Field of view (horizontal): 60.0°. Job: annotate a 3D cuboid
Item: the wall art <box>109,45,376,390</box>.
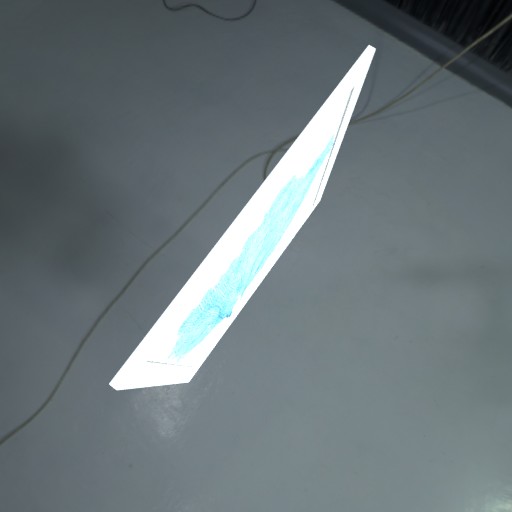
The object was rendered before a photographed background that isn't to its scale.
[{"bbox_3d":[0.000,0.000,0.865,0.013,0.584,0.584,35,78,9],"label":"wall art"}]
